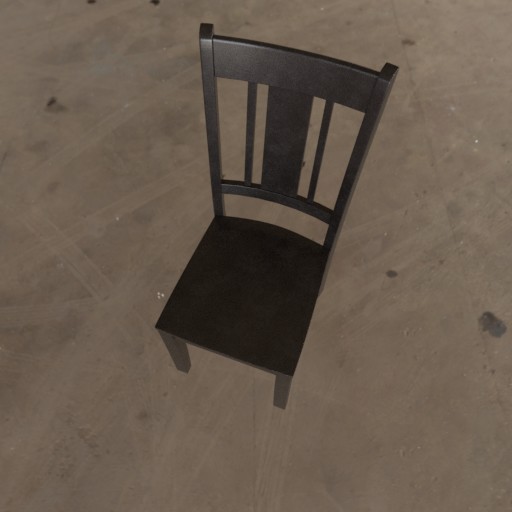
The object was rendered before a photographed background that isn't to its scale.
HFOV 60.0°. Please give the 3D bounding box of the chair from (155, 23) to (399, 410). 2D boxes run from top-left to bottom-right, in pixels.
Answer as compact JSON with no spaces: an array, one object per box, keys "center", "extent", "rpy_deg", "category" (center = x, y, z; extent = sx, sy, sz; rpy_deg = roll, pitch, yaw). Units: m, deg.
[{"center":[0.000,0.000,1.265],"extent":[0.450,0.998,0.555],"rpy_deg":[17,61,10],"category":"chair"}]
